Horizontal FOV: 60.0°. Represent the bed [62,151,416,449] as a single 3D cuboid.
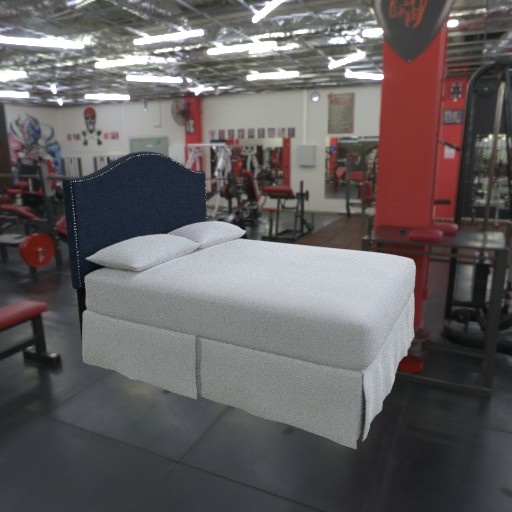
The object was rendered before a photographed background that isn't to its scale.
[{"bbox_3d":[0.000,0.000,3.306,2.153,1.518,1.725,7,15,27],"label":"bed"}]
